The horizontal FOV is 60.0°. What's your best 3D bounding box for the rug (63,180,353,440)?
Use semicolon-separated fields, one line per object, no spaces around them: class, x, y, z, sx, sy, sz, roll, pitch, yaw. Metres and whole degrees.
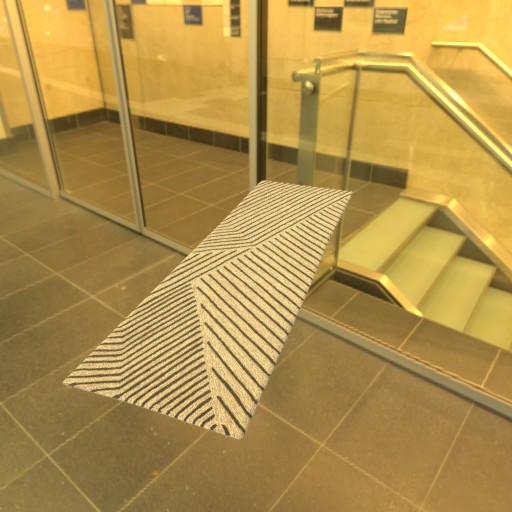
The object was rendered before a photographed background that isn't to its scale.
rug;0.000;0.000;2.649;0.773;0.020;2.439;10;32;17
